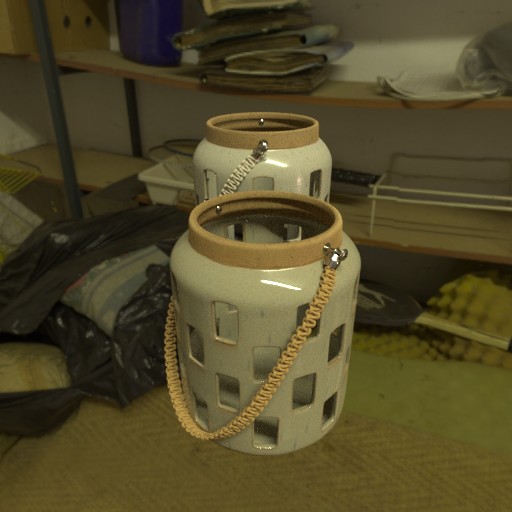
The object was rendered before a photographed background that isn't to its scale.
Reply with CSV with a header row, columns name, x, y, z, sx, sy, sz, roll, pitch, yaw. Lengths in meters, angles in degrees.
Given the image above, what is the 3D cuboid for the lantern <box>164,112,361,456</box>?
name,x,y,z,sx,sy,sz,roll,pitch,yaw
lantern,0.000,0.000,0.485,0.184,0.255,0.347,0,27,0
